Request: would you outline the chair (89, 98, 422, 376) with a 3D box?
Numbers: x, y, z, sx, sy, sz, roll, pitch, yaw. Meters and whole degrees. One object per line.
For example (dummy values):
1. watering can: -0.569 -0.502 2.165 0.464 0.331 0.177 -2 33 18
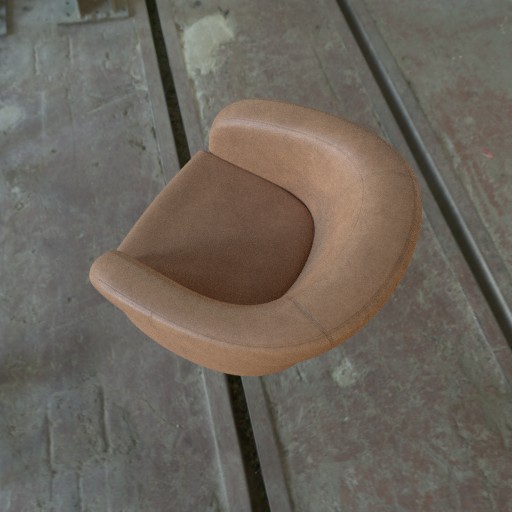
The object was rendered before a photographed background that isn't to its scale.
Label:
1. chair: 0.000 0.000 1.439 0.815 0.771 0.791 28 67 13
